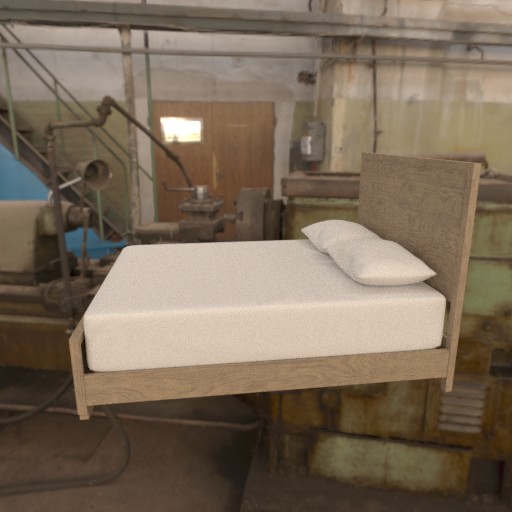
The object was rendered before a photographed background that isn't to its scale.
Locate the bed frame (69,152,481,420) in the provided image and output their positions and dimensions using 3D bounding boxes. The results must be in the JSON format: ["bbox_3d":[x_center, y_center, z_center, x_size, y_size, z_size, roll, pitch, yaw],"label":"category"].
[{"bbox_3d":[0.000,0.000,3.151,2.189,1.369,1.606,-2,15,-8],"label":"bed frame"}]
